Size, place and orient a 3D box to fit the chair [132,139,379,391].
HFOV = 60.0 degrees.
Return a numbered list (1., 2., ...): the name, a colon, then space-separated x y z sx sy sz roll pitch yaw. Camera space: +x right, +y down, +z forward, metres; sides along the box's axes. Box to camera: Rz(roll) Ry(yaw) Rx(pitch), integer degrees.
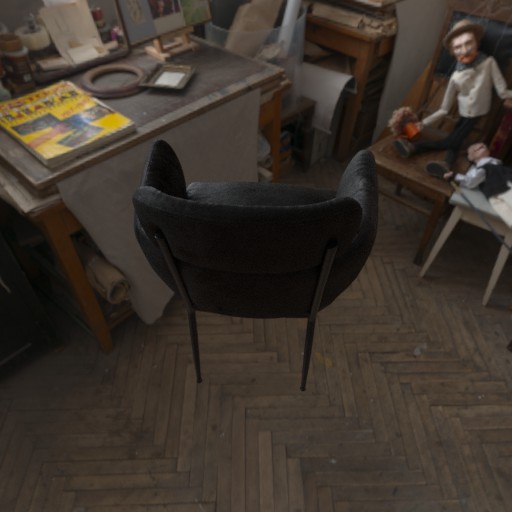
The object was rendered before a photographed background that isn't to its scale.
1. chair: 0.000 0.000 1.252 0.640 0.818 0.604 3 46 3
